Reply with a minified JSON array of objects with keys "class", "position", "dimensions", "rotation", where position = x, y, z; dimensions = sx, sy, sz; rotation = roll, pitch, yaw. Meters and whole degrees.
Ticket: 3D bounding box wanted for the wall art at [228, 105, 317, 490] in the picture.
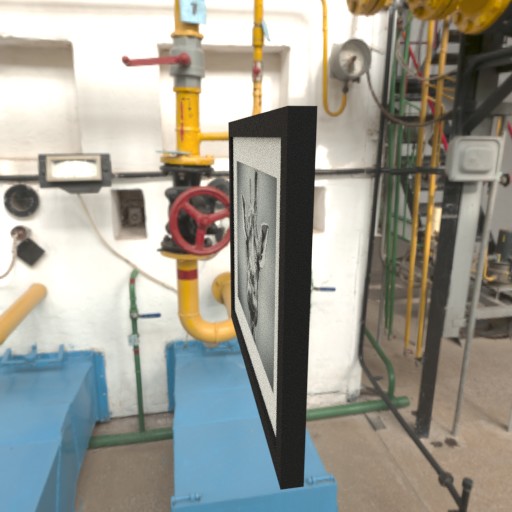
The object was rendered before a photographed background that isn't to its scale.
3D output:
[{"class":"wall art","position":[0.000,0.000,0.764],"dimensions":[0.031,0.457,0.558],"rotation":[-2,15,-9]}]
